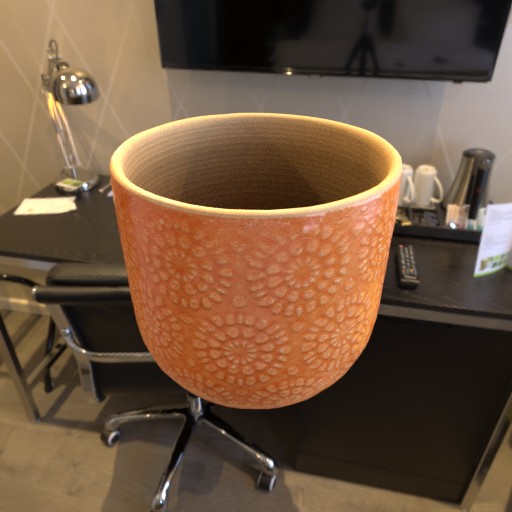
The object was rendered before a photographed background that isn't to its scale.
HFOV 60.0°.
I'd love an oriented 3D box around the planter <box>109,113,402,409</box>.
[{"bbox_3d":[0.000,0.000,0.292,0.170,0.152,0.170,0,32,0],"label":"planter"}]
